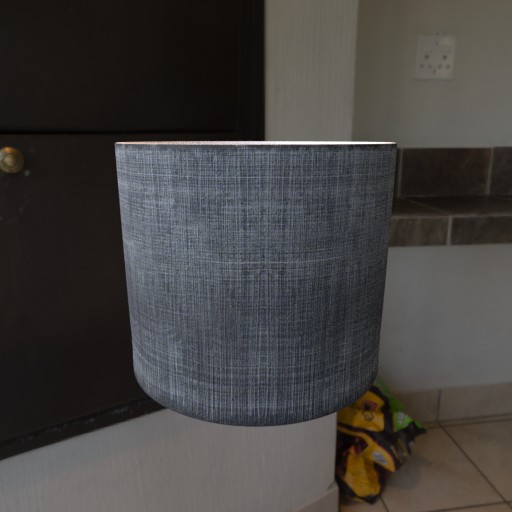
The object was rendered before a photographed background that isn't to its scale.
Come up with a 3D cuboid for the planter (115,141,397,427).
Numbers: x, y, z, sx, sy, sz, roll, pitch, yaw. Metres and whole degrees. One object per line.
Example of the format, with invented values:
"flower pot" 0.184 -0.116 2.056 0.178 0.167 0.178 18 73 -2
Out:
"planter" 0.000 0.000 0.445 0.254 0.221 0.254 0 15 0
